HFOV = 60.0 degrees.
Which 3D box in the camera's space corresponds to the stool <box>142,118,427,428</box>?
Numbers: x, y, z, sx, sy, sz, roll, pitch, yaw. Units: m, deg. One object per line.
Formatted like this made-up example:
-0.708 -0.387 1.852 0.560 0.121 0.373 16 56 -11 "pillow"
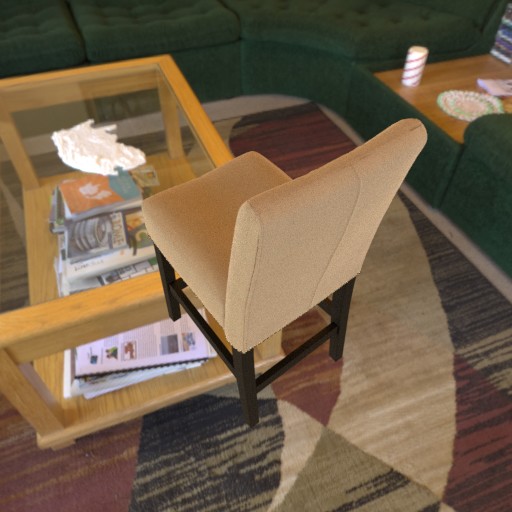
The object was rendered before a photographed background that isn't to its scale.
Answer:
0.000 0.000 1.199 0.427 0.885 0.571 -31 54 -25 "stool"
